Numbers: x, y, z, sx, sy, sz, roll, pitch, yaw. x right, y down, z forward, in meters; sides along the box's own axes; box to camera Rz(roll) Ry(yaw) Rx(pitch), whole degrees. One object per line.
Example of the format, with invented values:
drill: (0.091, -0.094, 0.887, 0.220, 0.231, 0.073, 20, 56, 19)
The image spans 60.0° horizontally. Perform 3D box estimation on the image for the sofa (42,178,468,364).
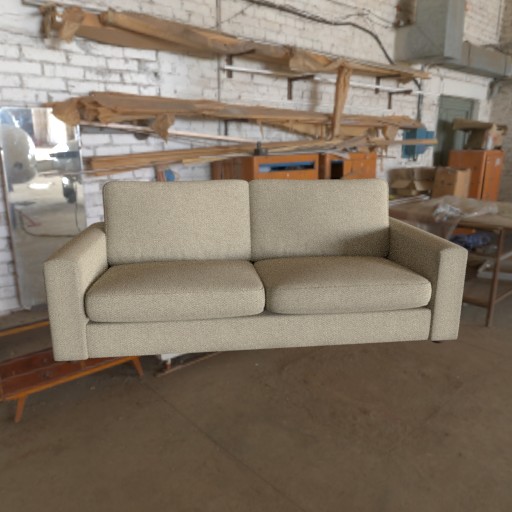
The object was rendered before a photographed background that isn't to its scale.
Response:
sofa: (0.000, 0.000, 2.709, 2.179, 0.873, 1.016, -2, 15, -7)
